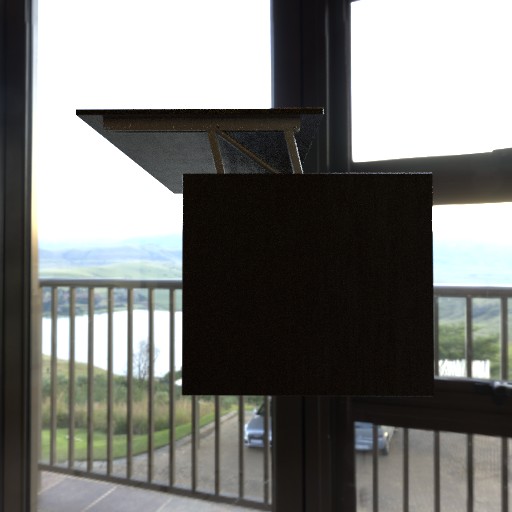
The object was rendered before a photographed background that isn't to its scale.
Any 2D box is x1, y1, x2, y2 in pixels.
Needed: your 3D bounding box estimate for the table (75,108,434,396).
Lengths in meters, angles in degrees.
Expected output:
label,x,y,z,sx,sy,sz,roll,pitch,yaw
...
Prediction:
label,x,y,z,sx,sy,sz,roll,pitch,yaw
table,0.000,0.000,1.376,0.712,0.570,1.000,0,-1,1
